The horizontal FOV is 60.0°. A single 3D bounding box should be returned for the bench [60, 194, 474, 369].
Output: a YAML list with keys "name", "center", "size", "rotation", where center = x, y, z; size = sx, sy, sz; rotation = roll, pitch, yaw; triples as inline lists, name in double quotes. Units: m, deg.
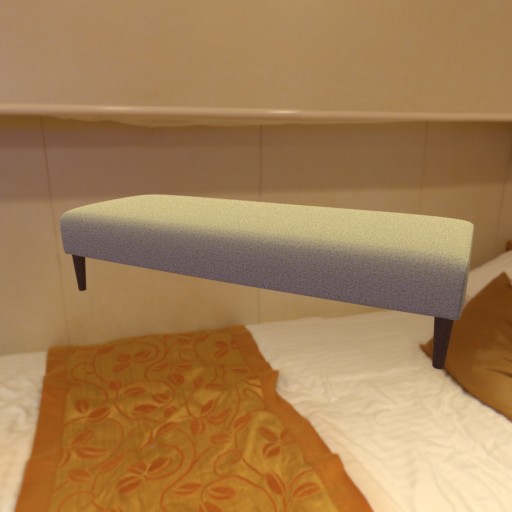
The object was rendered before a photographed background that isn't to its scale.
- name: "bench"
  center: [0.000, 0.000, 1.844]
  size: [1.598, 0.383, 0.631]
  rotation: [8, 18, 26]
